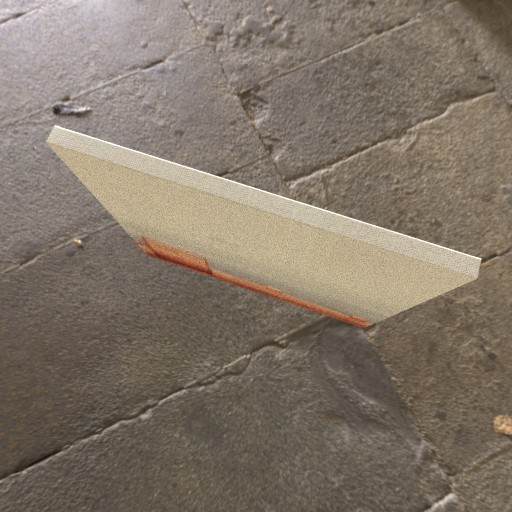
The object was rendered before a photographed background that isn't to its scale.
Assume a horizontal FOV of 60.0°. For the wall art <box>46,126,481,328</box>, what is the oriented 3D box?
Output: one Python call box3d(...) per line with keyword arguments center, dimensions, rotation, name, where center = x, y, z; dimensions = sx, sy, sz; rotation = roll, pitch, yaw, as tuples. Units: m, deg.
box3d(center=(0.000, 0.000, 1.112), dimensions=(0.760, 0.760, 0.042), rotation=(18, 76, 5), name="wall art")
